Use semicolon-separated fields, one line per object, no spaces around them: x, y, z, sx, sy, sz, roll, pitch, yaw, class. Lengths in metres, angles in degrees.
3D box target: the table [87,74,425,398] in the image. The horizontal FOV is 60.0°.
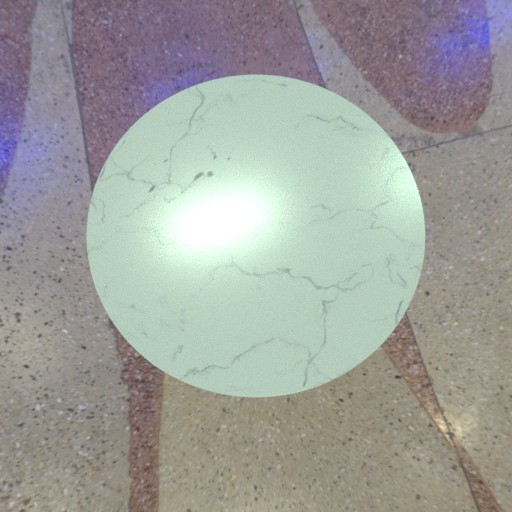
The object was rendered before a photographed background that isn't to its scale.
0.000;0.000;0.859;0.500;0.420;0.500;0;76;0;table
